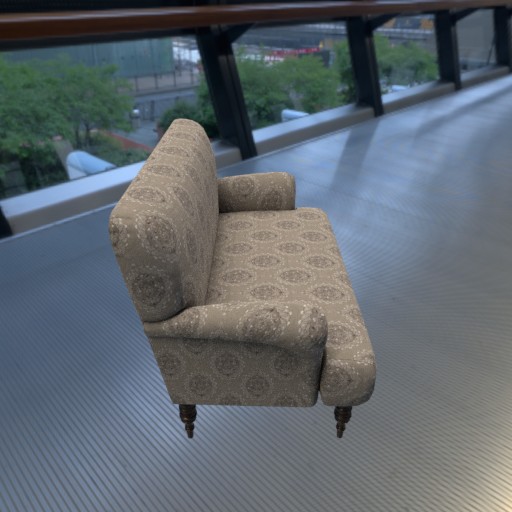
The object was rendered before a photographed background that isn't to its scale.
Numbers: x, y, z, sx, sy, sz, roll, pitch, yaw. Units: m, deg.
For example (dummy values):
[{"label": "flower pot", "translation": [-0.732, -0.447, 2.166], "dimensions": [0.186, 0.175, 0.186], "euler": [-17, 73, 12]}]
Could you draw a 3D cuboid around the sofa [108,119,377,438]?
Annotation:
[{"label": "sofa", "translation": [0.000, 0.000, 1.851], "dimensions": [0.779, 0.889, 1.297], "euler": [0, 30, 0]}]
